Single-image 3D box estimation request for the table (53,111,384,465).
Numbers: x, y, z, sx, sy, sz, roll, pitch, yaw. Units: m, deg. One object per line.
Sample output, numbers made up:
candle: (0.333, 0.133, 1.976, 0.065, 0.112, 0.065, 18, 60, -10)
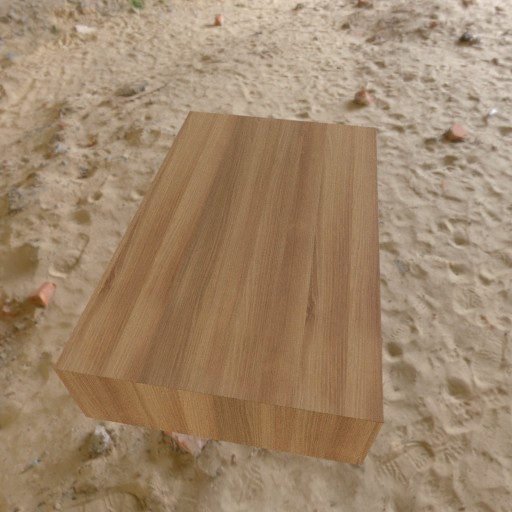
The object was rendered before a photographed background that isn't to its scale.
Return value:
table: (0.000, 0.000, 1.405, 0.700, 0.330, 1.100, 7, 48, 7)
